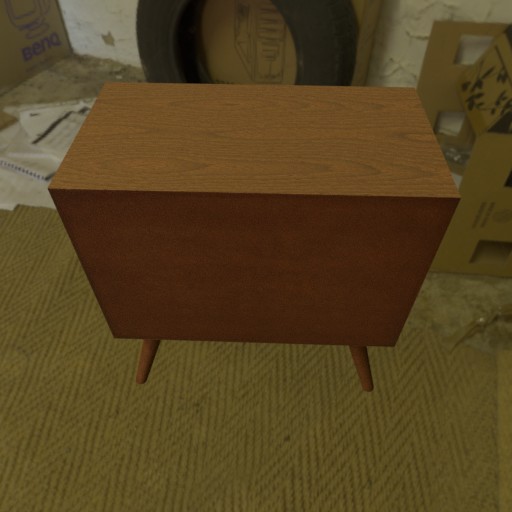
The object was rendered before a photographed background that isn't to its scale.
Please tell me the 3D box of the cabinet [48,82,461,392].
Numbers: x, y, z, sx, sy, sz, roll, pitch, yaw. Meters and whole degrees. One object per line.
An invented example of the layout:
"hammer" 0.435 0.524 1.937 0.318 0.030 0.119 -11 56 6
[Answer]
"cabinet" 0.000 0.000 1.164 0.712 0.748 0.388 1 48 1
